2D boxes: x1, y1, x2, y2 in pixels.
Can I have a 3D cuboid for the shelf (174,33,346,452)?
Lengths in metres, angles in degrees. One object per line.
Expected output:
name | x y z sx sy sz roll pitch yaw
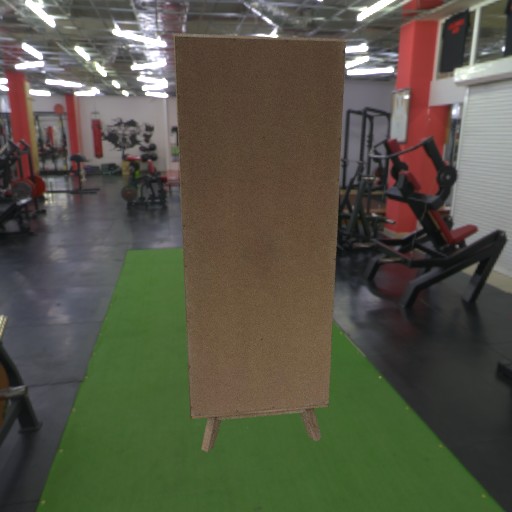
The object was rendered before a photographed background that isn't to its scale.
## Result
shelf | 0.000 0.000 1.535 0.491 1.342 0.267 -2 15 -8
